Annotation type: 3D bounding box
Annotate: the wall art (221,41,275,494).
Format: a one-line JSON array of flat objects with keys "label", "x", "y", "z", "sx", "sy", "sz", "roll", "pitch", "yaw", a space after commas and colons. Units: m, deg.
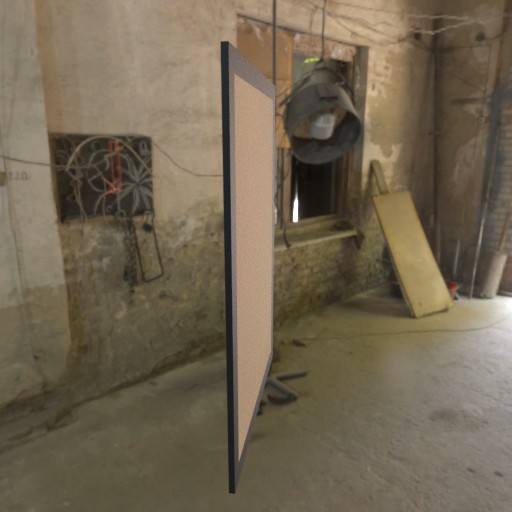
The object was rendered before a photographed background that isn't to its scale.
[{"label": "wall art", "x": 0.000, "y": 0.000, "z": 0.680, "sx": 0.008, "sy": 0.530, "sz": 0.379, "roll": 2, "pitch": 15, "yaw": 9}]
